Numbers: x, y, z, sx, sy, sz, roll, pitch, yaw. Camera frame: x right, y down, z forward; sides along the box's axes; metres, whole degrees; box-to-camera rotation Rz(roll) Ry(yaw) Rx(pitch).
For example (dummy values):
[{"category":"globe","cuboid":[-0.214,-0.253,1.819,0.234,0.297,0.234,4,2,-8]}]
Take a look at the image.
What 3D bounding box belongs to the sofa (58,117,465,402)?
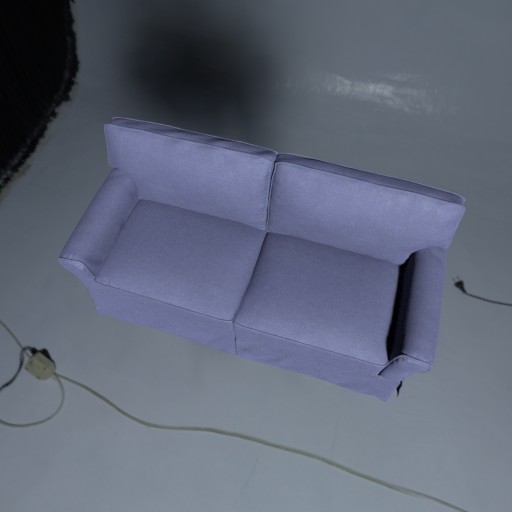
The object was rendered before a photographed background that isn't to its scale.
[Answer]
[{"category":"sofa","cuboid":[0.000,0.000,2.791,2.256,1.094,0.983,15,60,9]}]
